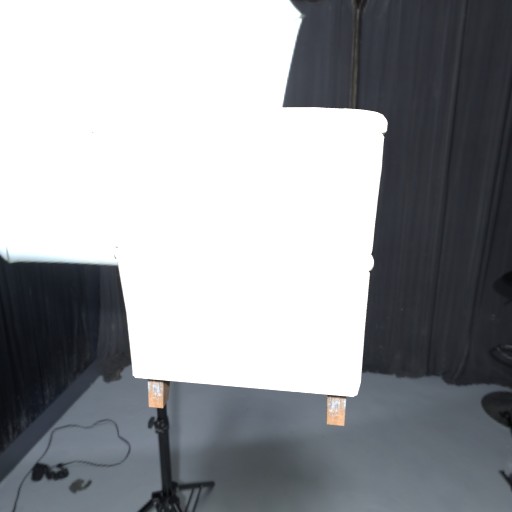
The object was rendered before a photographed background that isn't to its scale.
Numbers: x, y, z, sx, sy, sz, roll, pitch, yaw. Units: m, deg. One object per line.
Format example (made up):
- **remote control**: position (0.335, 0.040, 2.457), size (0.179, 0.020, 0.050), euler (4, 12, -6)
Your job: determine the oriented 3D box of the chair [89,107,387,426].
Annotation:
- **chair**: position (0.000, 0.000, 1.817), size (0.879, 1.119, 0.953), euler (2, 16, 9)
